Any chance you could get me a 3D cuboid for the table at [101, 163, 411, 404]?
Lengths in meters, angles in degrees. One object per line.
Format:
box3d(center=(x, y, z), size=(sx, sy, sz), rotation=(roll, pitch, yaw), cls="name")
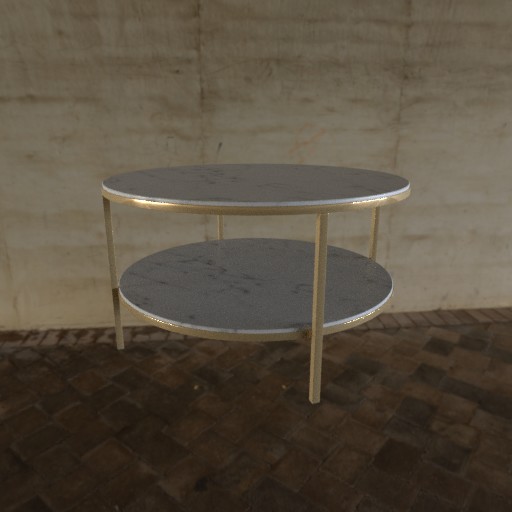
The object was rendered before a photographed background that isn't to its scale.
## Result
box3d(center=(0.000, 0.000, 1.271), size=(0.800, 0.450, 0.800), rotation=(0, 17, 0), cls="table")
